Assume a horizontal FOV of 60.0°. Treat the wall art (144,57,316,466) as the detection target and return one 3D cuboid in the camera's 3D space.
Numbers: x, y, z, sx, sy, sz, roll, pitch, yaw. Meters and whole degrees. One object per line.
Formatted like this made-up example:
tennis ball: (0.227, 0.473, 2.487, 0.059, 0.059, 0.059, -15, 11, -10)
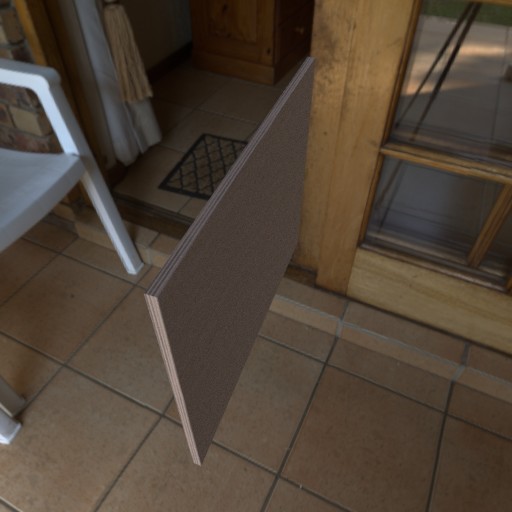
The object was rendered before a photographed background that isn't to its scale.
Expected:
wall art: (0.000, 0.000, 0.681, 0.013, 0.406, 0.508, 15, 48, 14)
